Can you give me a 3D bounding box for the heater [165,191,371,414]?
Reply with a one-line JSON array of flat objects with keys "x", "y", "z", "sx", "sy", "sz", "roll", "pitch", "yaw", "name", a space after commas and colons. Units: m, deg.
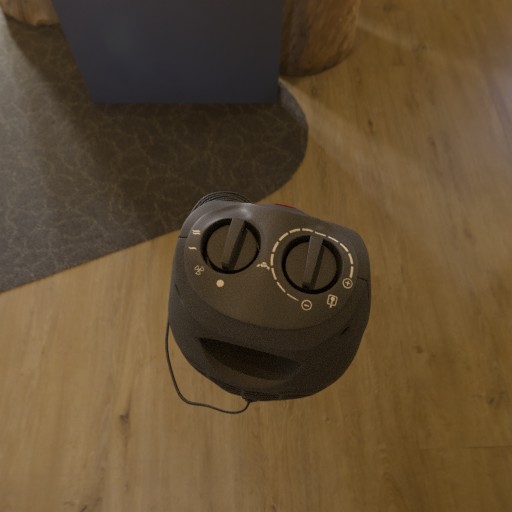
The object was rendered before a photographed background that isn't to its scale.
[{"x": 0.000, "y": 0.000, "z": 0.458, "sx": 0.239, "sy": 0.240, "sz": 0.291, "roll": 13, "pitch": 64, "yaw": 6, "name": "heater"}]
